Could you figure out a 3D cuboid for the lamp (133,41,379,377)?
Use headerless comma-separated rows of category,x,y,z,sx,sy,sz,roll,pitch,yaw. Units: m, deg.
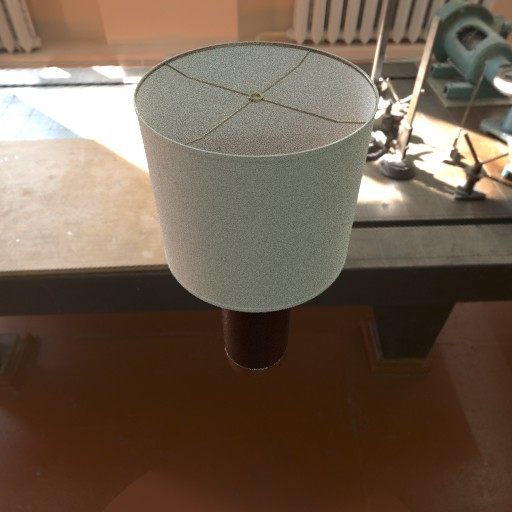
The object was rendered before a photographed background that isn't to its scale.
lamp,0.000,0.000,0.614,0.241,0.482,0.240,25,51,22
